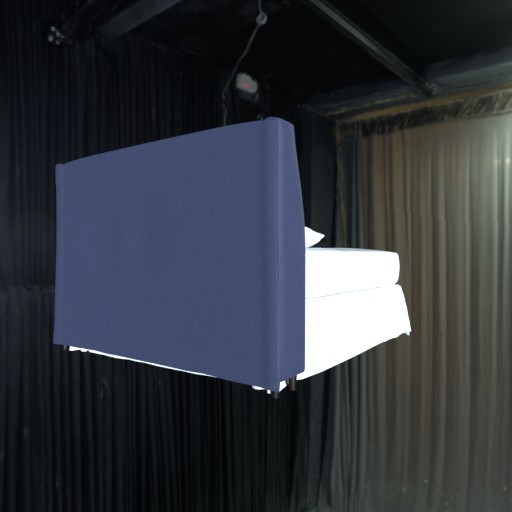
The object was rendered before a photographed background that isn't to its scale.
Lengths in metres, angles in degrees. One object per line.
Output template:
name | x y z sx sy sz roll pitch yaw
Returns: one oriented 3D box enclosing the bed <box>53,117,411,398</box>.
bed | 0.000 0.000 3.493 1.925 1.332 2.276 0 0 36
